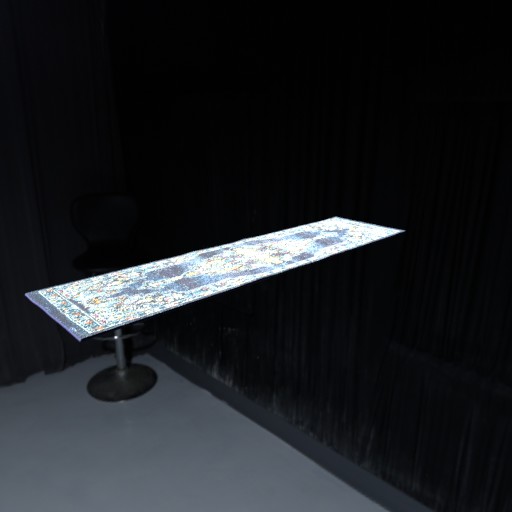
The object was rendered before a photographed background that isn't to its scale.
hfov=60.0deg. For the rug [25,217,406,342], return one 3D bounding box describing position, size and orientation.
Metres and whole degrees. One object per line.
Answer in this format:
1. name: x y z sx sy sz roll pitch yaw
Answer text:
1. rug: 0.000 0.000 2.520 2.283 0.016 0.602 -16 24 -41
